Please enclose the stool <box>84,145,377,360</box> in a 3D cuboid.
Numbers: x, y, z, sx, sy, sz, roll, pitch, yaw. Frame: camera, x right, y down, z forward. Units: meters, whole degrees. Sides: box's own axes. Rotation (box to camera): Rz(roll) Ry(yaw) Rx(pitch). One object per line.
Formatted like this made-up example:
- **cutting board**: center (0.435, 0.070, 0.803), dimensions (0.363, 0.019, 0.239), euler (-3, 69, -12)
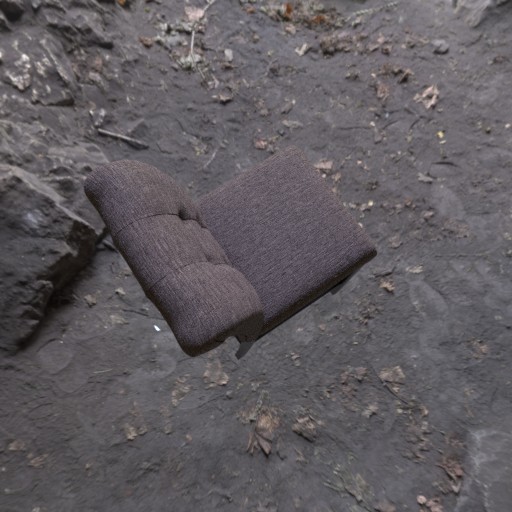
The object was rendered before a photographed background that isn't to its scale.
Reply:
- **stool**: center (0.000, 0.000, 1.437), dimensions (0.613, 1.131, 0.452), euler (-33, 77, -9)
